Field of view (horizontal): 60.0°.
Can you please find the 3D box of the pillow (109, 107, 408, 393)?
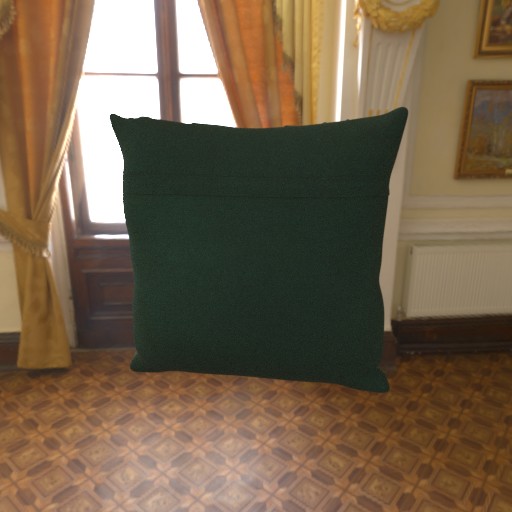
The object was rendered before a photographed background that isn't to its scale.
[{"bbox_3d":[0.000,0.000,0.693,0.439,0.440,0.184,2,17,7],"label":"pillow"}]
